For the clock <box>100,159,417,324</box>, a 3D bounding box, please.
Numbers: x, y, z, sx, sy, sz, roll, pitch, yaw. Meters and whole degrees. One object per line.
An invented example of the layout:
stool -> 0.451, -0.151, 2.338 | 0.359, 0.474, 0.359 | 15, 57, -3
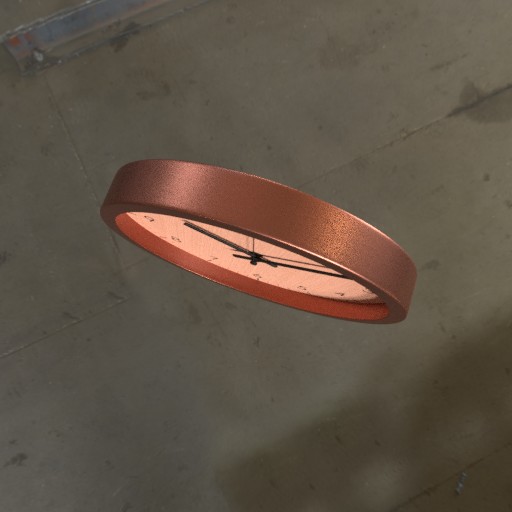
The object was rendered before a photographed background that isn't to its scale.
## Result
clock -> 0.000, 0.000, 0.458 | 0.313, 0.313, 0.040 | 18, 77, 4
